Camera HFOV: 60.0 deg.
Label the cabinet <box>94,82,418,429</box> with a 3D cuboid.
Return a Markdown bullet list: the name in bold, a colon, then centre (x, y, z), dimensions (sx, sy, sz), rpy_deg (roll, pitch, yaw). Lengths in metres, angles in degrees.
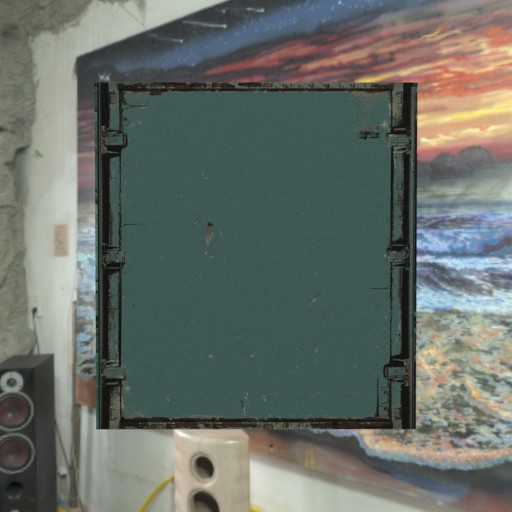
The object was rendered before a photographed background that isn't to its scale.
- **cabinet**: centre (0.000, 0.000, 3.098), dimensions (2.000, 2.160, 0.680), rpy_deg (0, 1, 0)
